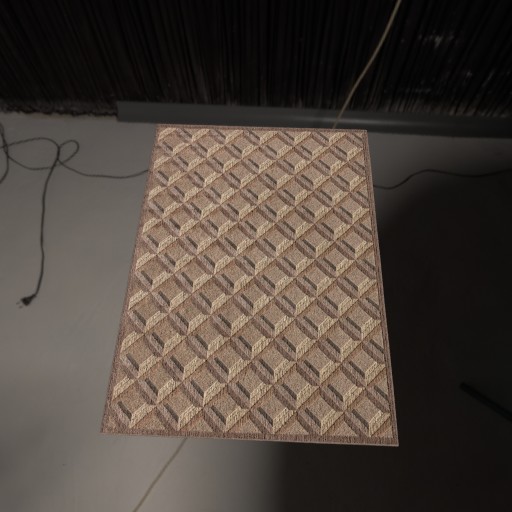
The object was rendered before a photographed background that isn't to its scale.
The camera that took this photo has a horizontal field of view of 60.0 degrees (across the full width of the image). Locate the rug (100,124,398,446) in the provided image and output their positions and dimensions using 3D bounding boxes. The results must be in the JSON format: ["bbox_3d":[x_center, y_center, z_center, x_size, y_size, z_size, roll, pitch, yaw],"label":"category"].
[{"bbox_3d":[0.000,0.000,4.271,2.382,0.018,3.294,2,63,1],"label":"rug"}]
